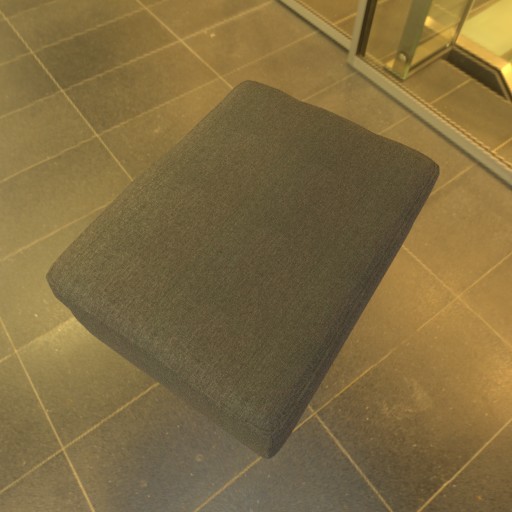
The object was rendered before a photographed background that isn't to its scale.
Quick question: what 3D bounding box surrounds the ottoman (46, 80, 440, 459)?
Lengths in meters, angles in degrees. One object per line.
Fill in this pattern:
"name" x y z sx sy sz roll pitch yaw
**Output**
"ottoman" 0.000 0.000 1.213 0.639 0.496 0.826 30 64 16
